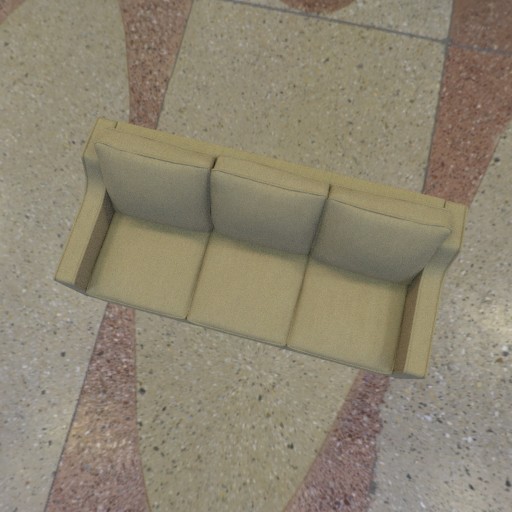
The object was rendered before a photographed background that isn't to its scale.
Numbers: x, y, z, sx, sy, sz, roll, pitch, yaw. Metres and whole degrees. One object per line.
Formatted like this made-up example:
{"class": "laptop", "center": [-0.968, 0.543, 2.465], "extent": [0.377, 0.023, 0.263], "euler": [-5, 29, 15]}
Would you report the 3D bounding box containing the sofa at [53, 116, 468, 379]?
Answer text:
{"class": "sofa", "center": [0.000, 0.000, 2.519], "extent": [1.986, 0.974, 0.911], "euler": [14, 76, 4]}
